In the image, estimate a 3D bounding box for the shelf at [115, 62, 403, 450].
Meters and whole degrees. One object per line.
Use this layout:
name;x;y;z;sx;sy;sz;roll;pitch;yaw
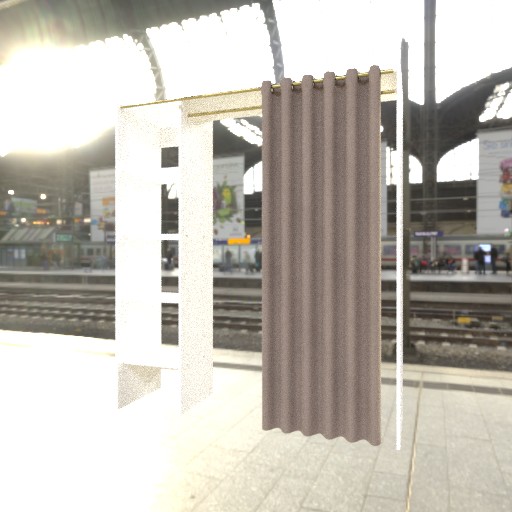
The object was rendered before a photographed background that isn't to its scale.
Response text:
shelf;0.000;0.000;2.560;1.600;1.820;0.500;0;0;20
